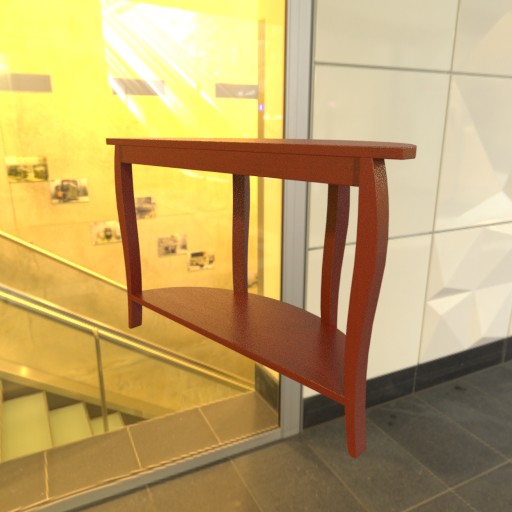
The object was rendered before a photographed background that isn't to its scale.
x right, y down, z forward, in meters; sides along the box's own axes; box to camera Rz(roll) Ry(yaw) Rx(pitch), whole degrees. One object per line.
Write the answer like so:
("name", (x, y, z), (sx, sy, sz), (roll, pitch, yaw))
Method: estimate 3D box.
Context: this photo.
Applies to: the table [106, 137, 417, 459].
("table", (0.000, 0.000, 1.538), (1.219, 0.779, 0.405), (15, 22, 42))
